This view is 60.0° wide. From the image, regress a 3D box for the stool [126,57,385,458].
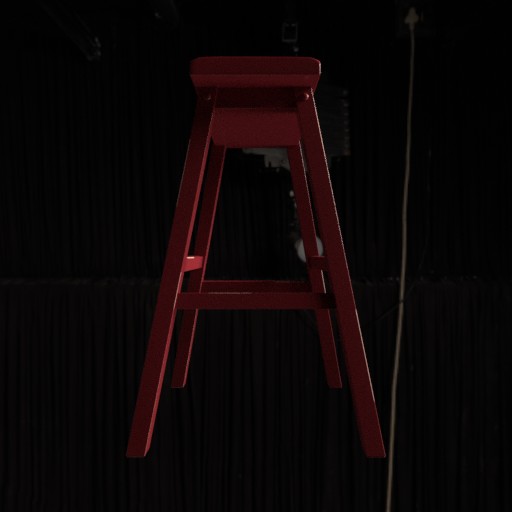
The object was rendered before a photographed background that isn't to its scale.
[{"bbox_3d":[0.000,0.000,1.039,0.476,0.737,0.457,0,0,0],"label":"stool"}]
